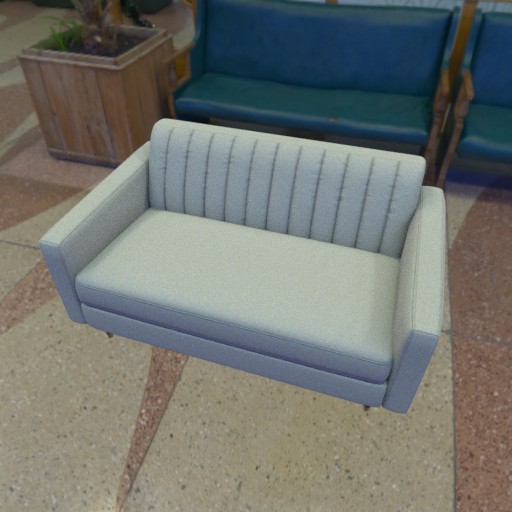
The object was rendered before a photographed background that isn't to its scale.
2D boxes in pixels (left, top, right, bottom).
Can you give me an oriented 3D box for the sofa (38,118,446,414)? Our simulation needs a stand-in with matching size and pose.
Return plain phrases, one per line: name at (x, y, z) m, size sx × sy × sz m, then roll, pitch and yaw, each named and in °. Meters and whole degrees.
sofa at (0.000, 0.000, 2.096) m, size 1.585 × 0.801 × 0.950 m, roll 12°, pitch 43°, yaw 14°
